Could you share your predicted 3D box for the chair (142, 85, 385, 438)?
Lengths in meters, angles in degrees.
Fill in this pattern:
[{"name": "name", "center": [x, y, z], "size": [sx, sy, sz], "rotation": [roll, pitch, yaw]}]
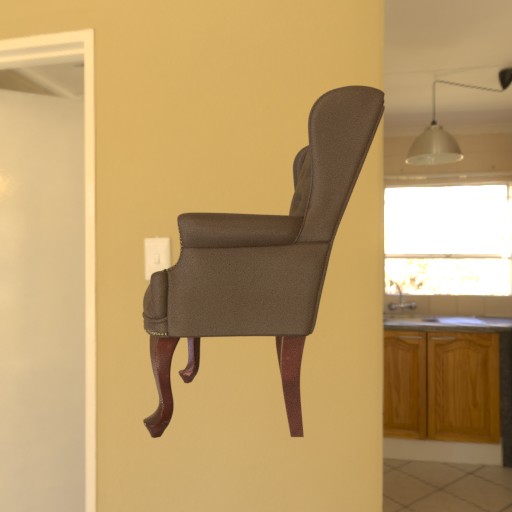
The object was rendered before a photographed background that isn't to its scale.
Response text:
[{"name": "chair", "center": [0.000, 0.000, 1.691], "size": [0.819, 1.132, 0.829], "rotation": [0, 0, 1]}]
